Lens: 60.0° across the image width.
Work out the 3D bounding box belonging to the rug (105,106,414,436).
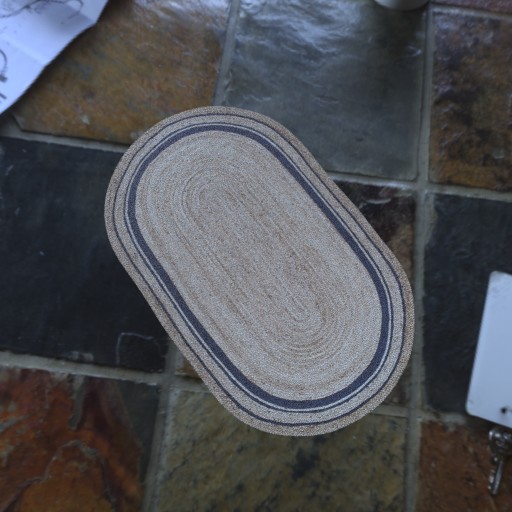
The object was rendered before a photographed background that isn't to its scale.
[{"bbox_3d":[0.000,0.000,2.968,1.520,0.006,2.432,-36,79,-8],"label":"rug"}]
